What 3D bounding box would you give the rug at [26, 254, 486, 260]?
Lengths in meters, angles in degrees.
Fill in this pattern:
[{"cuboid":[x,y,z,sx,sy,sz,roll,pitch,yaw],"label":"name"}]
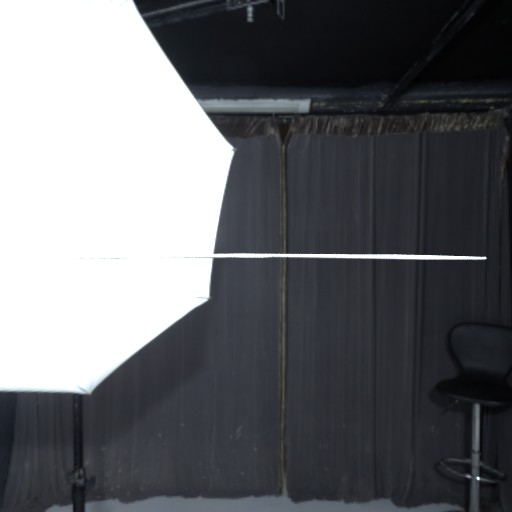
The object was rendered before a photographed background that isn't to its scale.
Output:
[{"cuboid":[0.000,0.000,2.263,1.773,0.021,1.149,0,1,1],"label":"rug"}]
